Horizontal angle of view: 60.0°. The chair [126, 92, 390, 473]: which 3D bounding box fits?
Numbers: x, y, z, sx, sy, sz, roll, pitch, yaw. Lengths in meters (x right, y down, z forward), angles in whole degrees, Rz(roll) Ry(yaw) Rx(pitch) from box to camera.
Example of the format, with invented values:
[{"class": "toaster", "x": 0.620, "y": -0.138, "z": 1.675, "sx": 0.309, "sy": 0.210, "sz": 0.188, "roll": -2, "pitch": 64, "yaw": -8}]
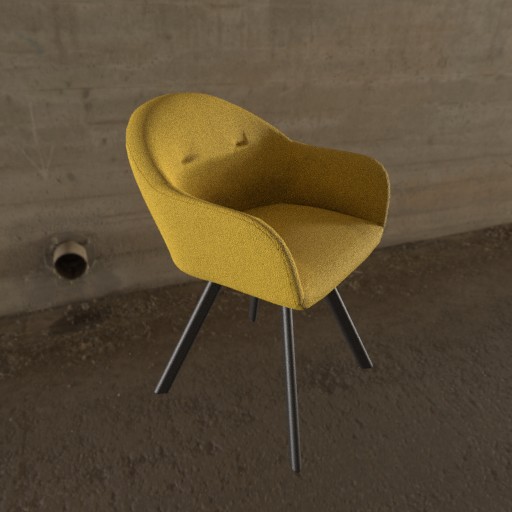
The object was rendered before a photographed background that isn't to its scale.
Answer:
[{"class": "chair", "x": 0.000, "y": 0.000, "z": 1.163, "sx": 0.565, "sy": 0.775, "sz": 0.545, "roll": 18, "pitch": 31, "yaw": 31}]
